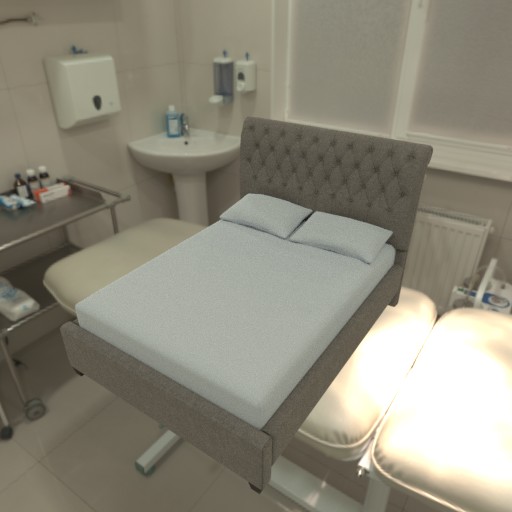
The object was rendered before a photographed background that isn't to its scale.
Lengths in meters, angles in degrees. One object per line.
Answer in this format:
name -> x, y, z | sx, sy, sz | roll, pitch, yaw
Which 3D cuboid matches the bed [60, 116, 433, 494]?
bed -> 0.000, 0.000, 3.202 | 1.645, 1.371, 2.252 | 19, 35, 29
